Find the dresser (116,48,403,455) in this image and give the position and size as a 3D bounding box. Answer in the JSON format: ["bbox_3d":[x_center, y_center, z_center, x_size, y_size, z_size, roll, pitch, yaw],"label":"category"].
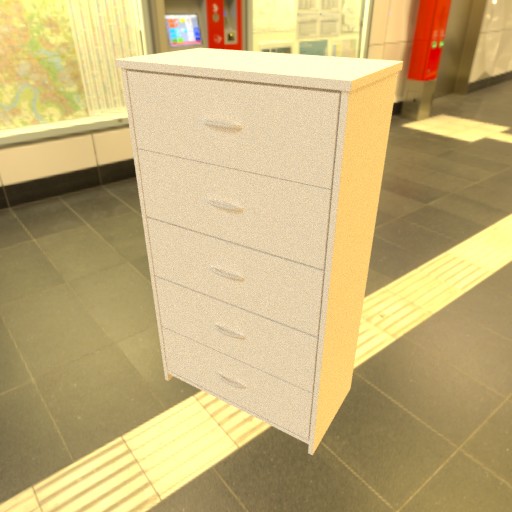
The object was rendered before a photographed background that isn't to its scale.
[{"bbox_3d":[0.000,0.000,1.545,0.704,1.255,0.399,17,34,27],"label":"dresser"}]
